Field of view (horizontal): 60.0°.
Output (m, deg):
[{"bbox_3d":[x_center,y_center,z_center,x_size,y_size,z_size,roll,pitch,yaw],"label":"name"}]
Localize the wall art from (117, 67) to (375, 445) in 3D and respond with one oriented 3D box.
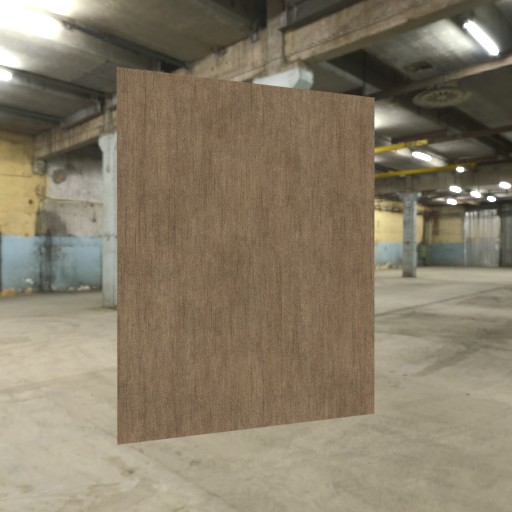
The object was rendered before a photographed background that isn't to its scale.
[{"bbox_3d":[0.000,0.000,0.892,0.534,0.686,0.018,0,0,-17],"label":"wall art"}]
